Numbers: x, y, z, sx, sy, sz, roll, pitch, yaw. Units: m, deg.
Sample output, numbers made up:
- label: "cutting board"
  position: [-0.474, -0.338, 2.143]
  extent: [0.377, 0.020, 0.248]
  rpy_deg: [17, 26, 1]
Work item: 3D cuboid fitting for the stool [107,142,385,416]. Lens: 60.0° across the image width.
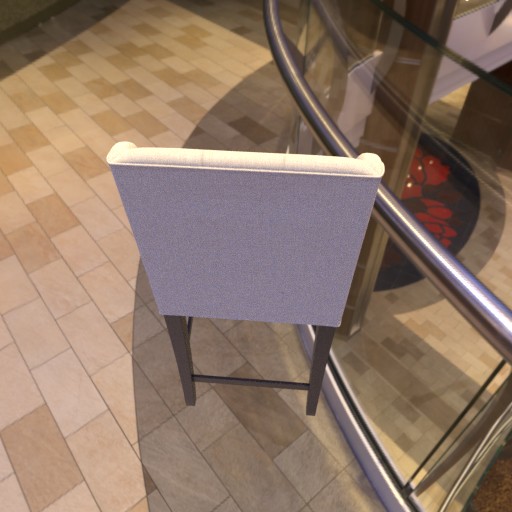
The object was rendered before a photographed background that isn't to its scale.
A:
- label: "stool"
  position: [0.000, 0.000, 1.181]
  extent: [0.474, 0.939, 0.509]
  rpy_deg: [4, 46, 3]
